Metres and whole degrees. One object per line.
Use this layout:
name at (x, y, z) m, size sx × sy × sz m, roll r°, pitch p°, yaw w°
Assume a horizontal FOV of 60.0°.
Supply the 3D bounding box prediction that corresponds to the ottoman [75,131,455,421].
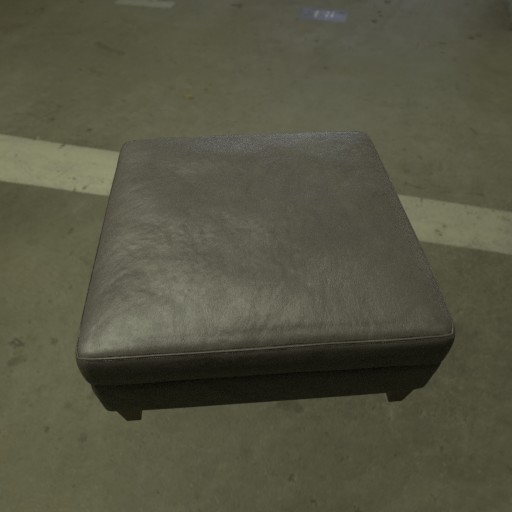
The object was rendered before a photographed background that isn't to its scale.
ottoman at (0.000, 0.000, 1.306) m, size 0.836 × 0.415 × 0.844 m, roll -3°, pitch 47°, yaw -3°
